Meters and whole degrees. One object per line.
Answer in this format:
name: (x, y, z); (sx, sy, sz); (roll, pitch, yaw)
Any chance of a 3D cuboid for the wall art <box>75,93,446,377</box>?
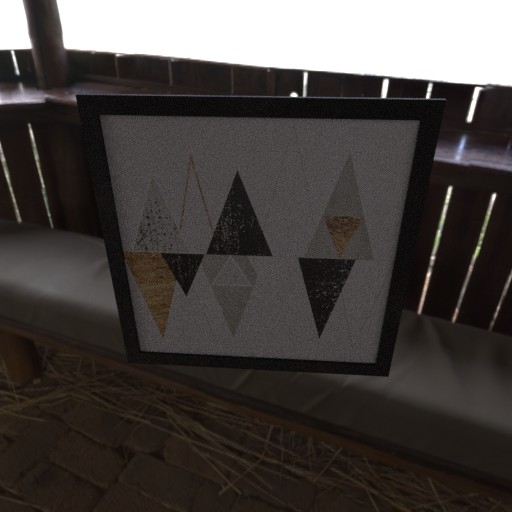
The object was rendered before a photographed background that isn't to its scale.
wall art: (0.000, 0.000, 1.196); (0.823, 0.823, 0.013); (2, 30, 4)
